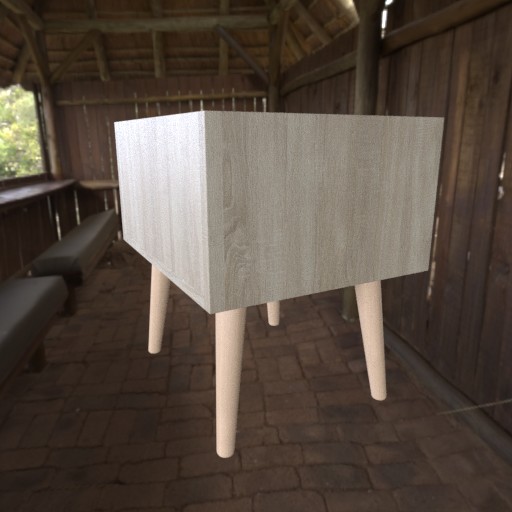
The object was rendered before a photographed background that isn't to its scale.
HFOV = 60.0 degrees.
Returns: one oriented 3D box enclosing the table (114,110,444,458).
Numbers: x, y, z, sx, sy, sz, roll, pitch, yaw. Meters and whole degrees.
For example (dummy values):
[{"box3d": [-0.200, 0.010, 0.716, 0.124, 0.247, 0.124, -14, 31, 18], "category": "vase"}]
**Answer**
[{"box3d": [0.000, 0.000, 0.802, 0.370, 0.470, 0.450, -8, 17, -28], "category": "table"}]
